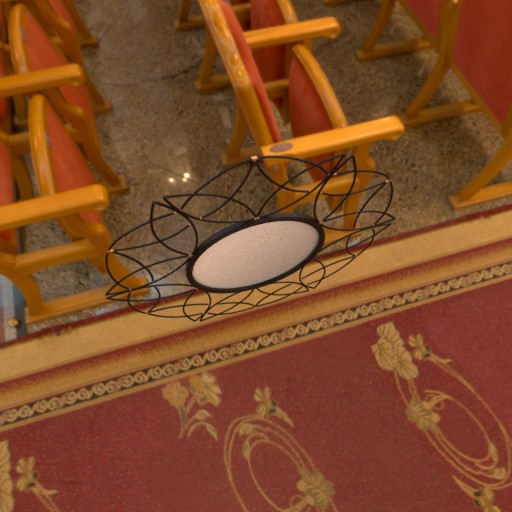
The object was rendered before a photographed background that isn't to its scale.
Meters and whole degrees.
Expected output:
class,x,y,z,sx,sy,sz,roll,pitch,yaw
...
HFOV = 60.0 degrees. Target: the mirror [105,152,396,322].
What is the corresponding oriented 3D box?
class,x,y,z,sx,sy,sz,roll,pitch,yaw
mirror,0.000,0.000,1.175,0.797,0.775,0.028,-15,63,-8
